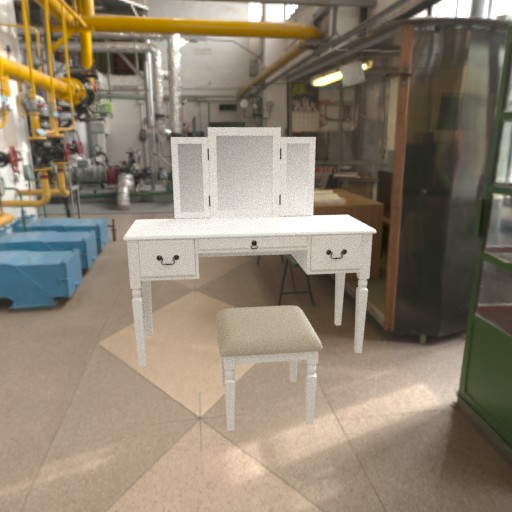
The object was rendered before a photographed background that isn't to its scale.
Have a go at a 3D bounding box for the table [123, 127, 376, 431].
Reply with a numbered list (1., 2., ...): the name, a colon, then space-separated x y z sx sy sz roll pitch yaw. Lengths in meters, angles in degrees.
1. table: 0.000 0.000 2.326 1.369 1.310 1.115 -2 16 -7
